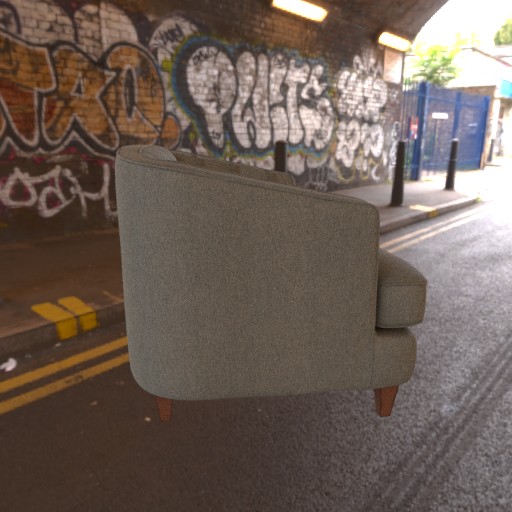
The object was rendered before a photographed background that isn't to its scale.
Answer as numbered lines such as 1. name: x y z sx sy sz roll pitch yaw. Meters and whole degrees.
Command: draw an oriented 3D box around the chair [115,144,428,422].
1. chair: 0.000 0.000 1.747 0.945 0.852 1.094 -2 15 -8
